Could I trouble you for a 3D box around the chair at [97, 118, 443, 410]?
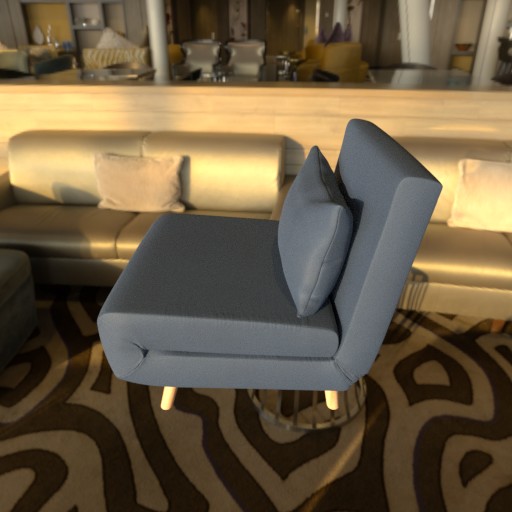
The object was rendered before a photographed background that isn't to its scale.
[{"bbox_3d":[0.000,0.000,1.526,0.900,0.808,0.770,1,27,1],"label":"chair"}]
